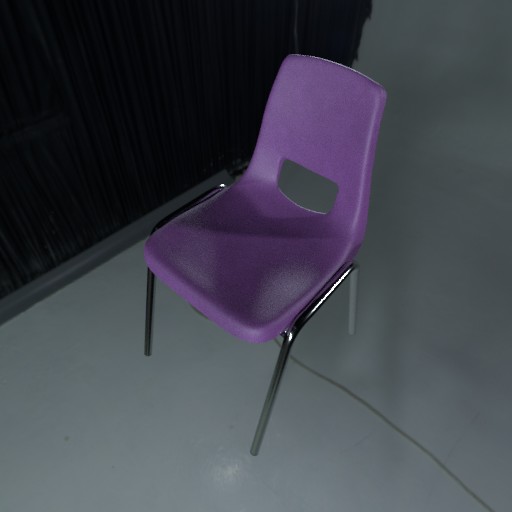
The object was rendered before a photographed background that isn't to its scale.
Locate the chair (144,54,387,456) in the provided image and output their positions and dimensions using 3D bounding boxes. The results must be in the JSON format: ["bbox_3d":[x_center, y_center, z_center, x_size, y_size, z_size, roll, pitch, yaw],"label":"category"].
[{"bbox_3d":[0.000,0.000,0.905,0.381,0.654,0.432,33,55,27],"label":"chair"}]
